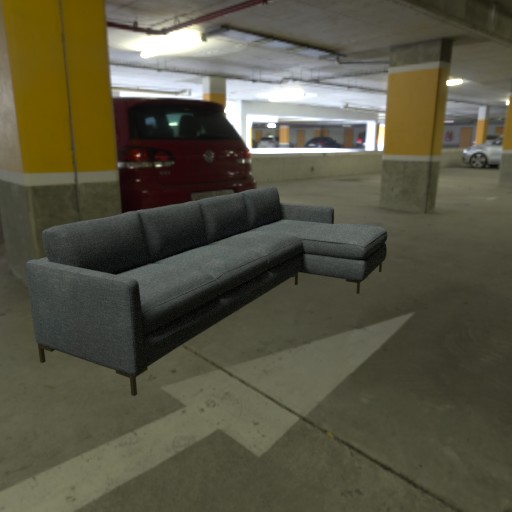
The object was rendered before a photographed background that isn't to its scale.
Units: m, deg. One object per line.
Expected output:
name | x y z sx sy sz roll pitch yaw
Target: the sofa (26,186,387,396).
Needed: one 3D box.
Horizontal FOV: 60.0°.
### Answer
sofa | 0.000 0.000 3.401 1.350 0.810 2.932 8 16 28
